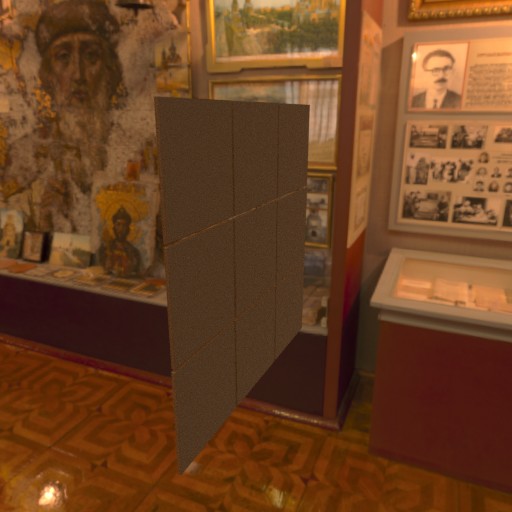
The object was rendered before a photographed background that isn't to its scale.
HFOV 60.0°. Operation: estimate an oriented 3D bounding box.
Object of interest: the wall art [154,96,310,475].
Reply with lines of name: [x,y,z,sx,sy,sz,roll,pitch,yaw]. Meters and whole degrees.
wall art: [0.000,0.000,1.397,0.010,0.917,0.919,8,20,24]
